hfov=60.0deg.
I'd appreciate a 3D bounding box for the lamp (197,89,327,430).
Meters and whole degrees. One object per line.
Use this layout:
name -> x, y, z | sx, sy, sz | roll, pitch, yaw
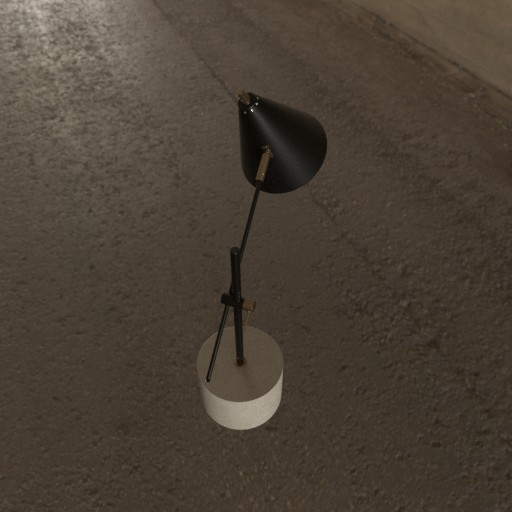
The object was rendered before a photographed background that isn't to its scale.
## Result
lamp -> 0.000, 0.000, 0.737 | 0.214, 0.518, 0.403 | 23, 50, 21
